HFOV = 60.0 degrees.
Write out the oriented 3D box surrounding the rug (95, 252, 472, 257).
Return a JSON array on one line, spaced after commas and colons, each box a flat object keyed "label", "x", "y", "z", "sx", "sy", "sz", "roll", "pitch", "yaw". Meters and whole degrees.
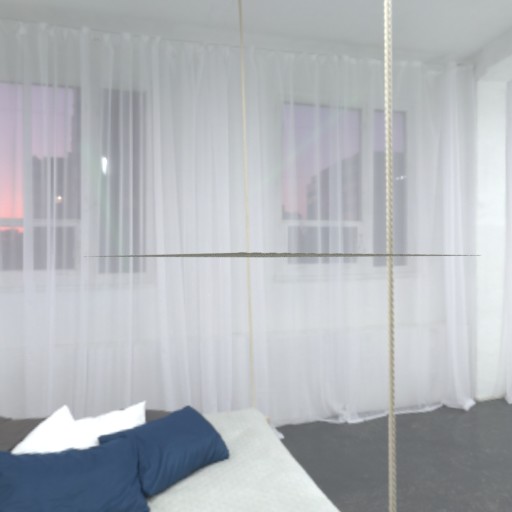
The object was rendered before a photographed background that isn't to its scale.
[{"label": "rug", "x": 0.000, "y": 0.000, "z": 4.304, "sx": 2.439, "sy": 0.005, "sz": 3.201, "roll": 0, "pitch": -1, "yaw": -35}]
